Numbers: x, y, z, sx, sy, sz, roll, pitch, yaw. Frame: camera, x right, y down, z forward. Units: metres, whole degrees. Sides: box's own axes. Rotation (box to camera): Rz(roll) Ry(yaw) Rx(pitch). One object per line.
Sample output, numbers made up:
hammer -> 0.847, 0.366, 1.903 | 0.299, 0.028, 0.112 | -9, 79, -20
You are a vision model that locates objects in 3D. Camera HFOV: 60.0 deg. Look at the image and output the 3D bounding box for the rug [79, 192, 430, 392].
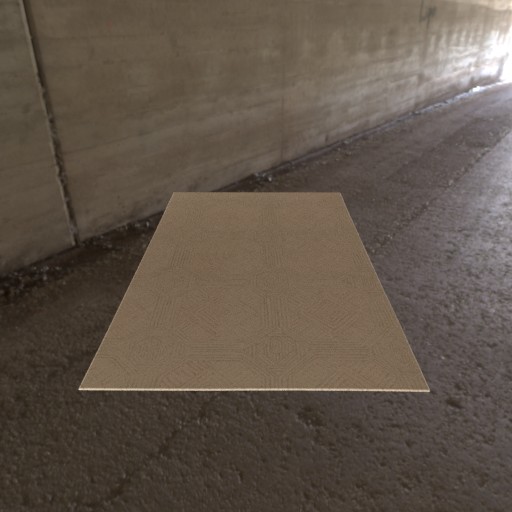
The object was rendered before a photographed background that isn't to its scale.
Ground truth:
rug -> 0.000, 0.000, 2.990 | 1.524, 0.008, 2.440 | 0, 28, 0
